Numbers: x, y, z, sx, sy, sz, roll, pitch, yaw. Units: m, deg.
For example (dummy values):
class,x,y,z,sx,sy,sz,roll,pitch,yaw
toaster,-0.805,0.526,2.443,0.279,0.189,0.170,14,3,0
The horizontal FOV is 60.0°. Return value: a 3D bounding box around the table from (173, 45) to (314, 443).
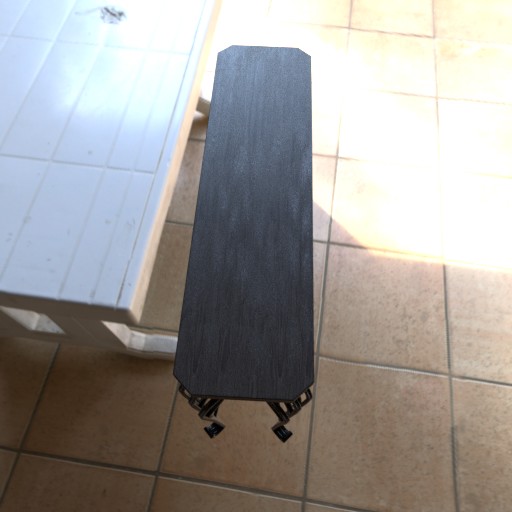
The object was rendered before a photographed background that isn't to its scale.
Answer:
class,x,y,z,sx,sy,sz,roll,pitch,yaw
table,0.000,0.000,1.497,0.329,0.800,1.112,3,62,1
